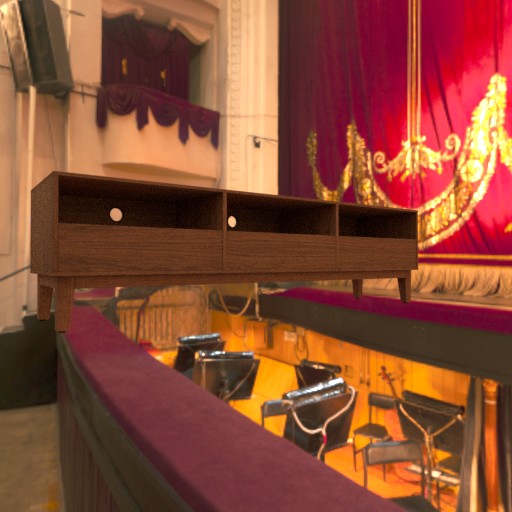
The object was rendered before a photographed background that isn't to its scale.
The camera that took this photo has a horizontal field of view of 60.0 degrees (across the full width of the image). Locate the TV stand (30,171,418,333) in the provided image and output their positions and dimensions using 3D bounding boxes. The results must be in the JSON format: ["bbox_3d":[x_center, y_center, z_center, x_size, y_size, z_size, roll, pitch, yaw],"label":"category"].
[{"bbox_3d":[0.000,0.000,1.673,1.482,0.409,0.366,1,-1,-35],"label":"TV stand"}]
